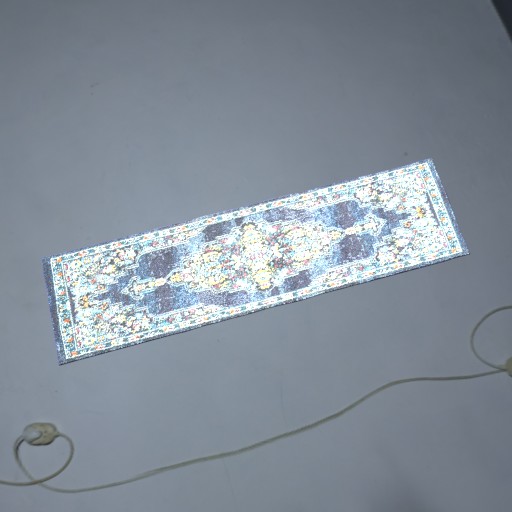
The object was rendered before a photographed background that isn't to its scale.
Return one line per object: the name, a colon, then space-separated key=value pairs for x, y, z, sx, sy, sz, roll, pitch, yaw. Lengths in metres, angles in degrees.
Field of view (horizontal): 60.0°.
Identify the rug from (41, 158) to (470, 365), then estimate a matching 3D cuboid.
rug: x=0.000 y=0.000 z=2.432 sx=2.283 sy=0.016 sz=0.602 roll=-15 pitch=76 yaw=-4
